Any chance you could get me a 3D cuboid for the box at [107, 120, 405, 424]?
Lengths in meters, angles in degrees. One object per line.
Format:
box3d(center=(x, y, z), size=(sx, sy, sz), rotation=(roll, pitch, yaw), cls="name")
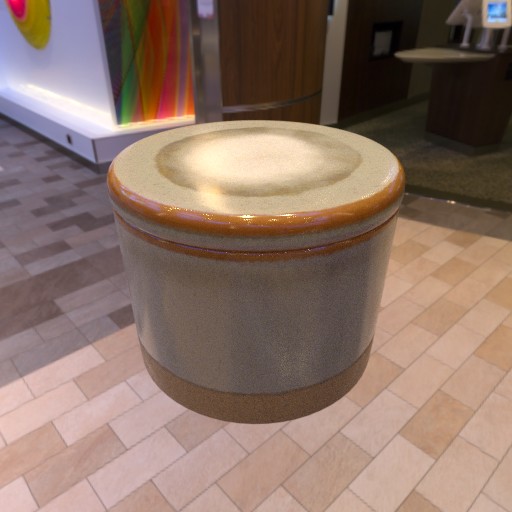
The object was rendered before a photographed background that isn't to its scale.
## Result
box3d(center=(0.000, 0.000, 0.212), size=(0.123, 0.100, 0.123), rotation=(0, 31, 0), cls="box")
